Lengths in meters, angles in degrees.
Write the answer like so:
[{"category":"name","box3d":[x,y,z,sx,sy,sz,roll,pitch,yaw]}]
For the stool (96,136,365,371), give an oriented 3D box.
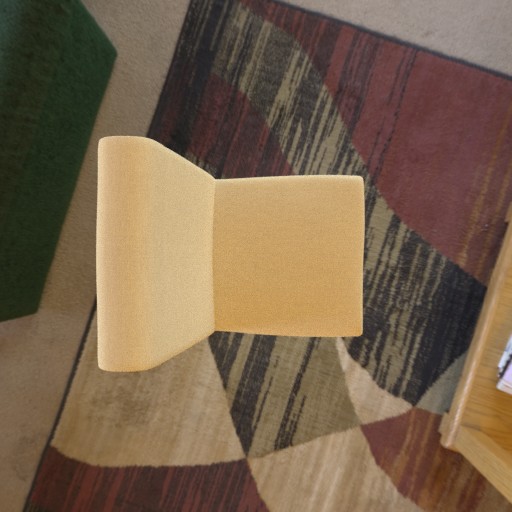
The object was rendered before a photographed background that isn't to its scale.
[{"category":"stool","box3d":[0.000,0.000,1.307,0.597,0.976,0.452,0,90,1]}]
